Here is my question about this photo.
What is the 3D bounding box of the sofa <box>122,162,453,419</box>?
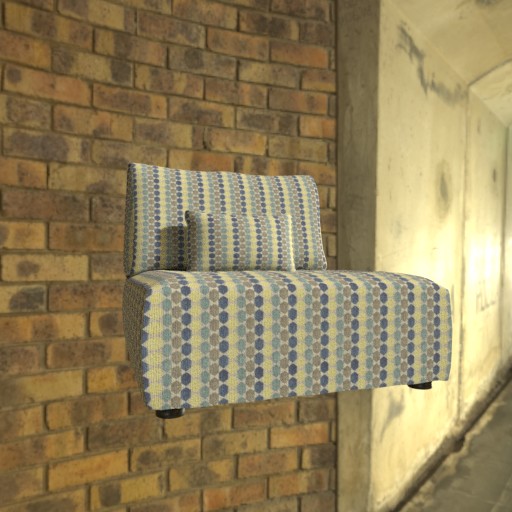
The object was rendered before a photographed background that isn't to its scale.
[{"bbox_3d":[0.000,0.000,1.680,0.930,0.830,1.000,0,-1,-19],"label":"sofa"}]
